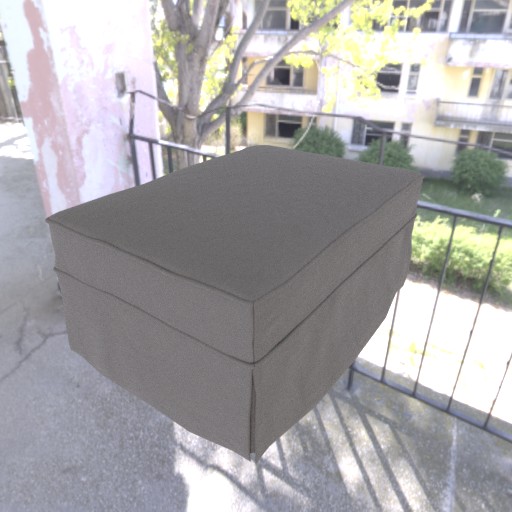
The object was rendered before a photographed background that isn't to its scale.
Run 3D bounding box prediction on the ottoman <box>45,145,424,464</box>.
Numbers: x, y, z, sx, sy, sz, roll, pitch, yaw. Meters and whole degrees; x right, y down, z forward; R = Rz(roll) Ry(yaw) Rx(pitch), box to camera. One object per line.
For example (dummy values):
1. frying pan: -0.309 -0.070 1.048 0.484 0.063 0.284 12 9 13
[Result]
1. ottoman: 0.000 0.000 1.314 0.703 0.479 0.944 19 33 31
